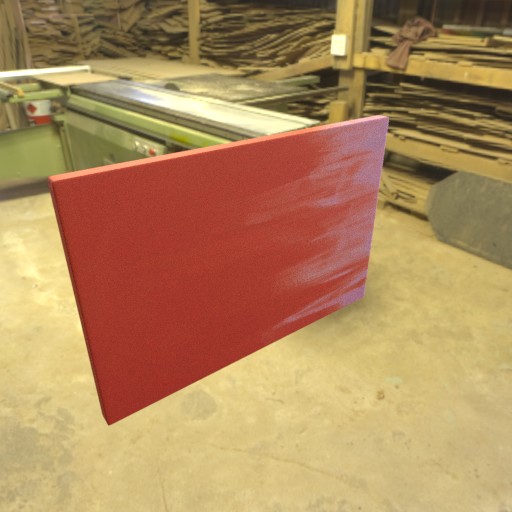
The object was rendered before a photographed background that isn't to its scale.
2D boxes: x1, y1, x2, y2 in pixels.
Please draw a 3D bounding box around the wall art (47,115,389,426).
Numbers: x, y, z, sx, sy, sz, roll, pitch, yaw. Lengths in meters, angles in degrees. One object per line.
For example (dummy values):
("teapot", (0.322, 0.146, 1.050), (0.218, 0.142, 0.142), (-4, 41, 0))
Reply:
("wall art", (0.000, 0.000, 1.164), (0.913, 0.609, 0.040), (-20, 34, -32))
